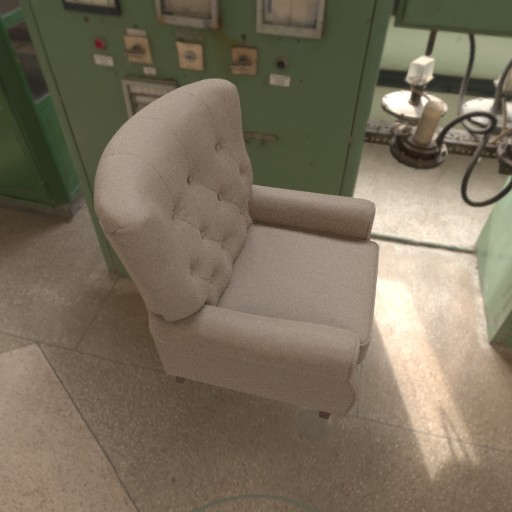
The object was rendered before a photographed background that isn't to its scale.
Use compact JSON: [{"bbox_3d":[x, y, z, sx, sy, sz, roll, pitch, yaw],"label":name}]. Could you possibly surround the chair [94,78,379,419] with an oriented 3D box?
[{"bbox_3d":[0.000,0.000,1.873,1.041,1.138,0.999,11,47,10],"label":"chair"}]
